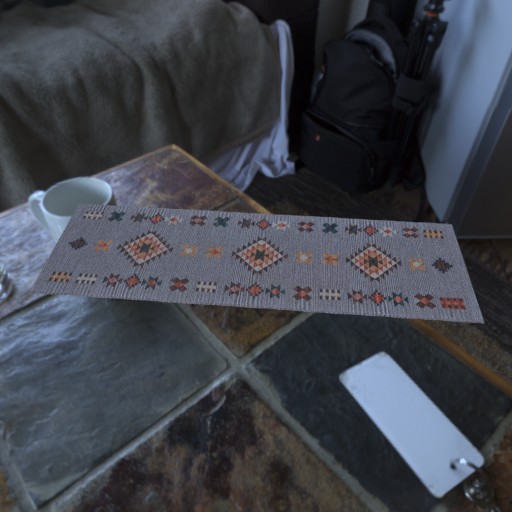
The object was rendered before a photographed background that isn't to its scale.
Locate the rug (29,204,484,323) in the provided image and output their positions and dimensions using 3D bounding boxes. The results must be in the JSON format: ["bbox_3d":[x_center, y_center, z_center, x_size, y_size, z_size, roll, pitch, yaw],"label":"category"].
[{"bbox_3d":[0.000,0.000,2.623,2.432,0.008,0.766,3,46,3],"label":"rug"}]
